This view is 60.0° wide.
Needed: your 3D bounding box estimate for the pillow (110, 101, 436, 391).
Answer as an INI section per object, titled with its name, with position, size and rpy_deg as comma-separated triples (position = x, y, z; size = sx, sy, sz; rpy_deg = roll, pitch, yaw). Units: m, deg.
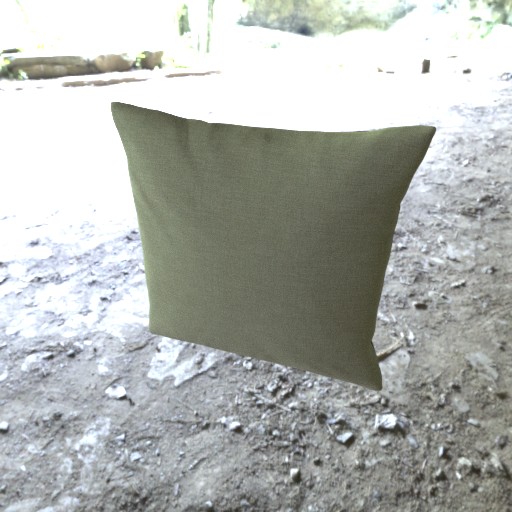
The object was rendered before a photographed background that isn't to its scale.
[pillow]
position = 0.000, 0.000, 0.798
size = 0.517, 0.508, 0.158
rpy_deg = 10, 33, 16
